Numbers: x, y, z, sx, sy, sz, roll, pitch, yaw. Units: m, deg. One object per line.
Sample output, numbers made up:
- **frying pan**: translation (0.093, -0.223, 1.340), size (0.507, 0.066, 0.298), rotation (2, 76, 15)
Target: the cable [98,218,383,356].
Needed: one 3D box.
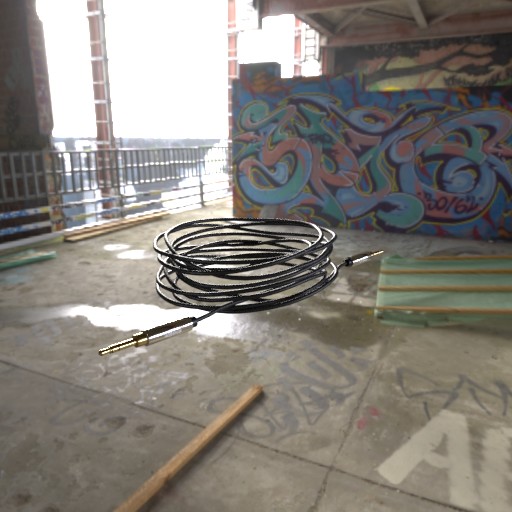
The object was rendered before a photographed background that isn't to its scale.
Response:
- **cable**: translation (0.000, 0.000, 0.509), size (0.432, 0.069, 0.198), rotation (-14, 20, -42)
